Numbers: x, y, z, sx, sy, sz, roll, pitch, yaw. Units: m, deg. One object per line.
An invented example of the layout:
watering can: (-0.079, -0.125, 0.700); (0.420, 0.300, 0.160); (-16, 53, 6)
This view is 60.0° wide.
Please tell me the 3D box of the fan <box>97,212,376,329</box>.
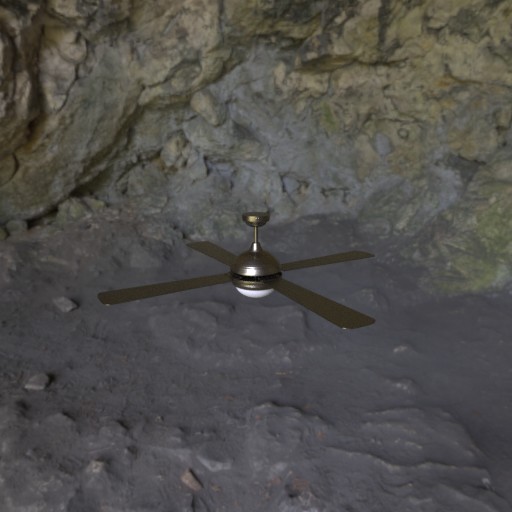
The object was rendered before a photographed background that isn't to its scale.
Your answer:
fan: (0.000, 0.000, 2.001); (1.321, 0.381, 1.321); (-3, 15, -10)
